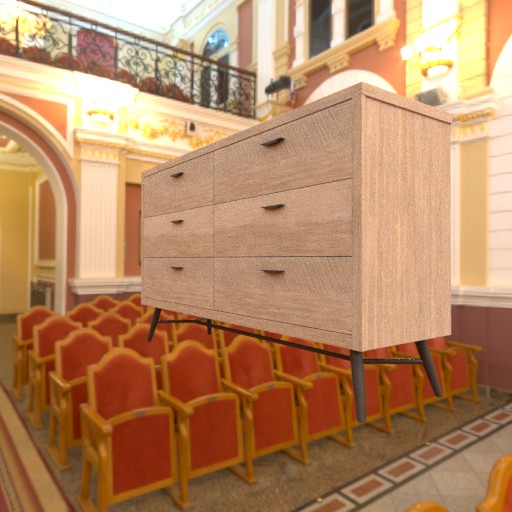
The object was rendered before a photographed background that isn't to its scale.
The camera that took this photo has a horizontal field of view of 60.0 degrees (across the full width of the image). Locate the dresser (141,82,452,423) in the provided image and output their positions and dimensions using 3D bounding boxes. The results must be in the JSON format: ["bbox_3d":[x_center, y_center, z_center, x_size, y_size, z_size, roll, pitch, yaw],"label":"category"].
[{"bbox_3d":[0.000,0.000,1.910,0.457,0.914,1.524,0,0,-36],"label":"dresser"}]
